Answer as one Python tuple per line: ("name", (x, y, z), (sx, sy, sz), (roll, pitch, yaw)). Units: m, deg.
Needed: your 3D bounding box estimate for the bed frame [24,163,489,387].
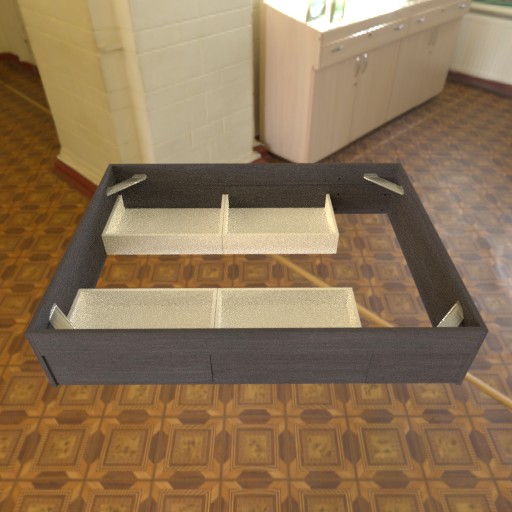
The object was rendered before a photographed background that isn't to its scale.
("bed frame", (0.000, 0.000, 2.533), (1.944, 0.459, 1.448), (0, 40, 0))
